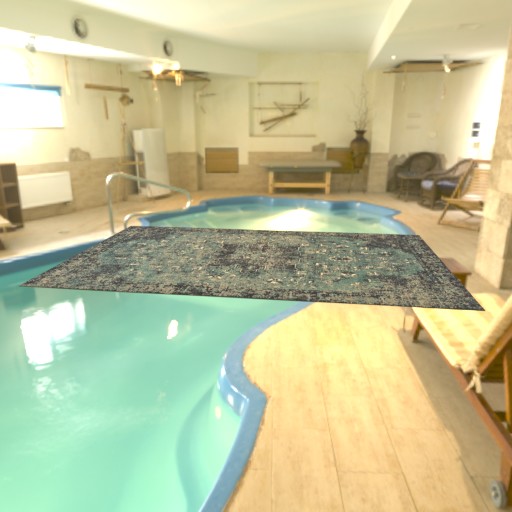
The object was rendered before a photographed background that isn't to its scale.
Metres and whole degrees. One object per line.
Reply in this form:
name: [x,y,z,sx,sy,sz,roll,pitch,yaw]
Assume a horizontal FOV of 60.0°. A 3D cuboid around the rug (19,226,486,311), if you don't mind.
rug: [0.000,0.000,3.011,2.440,0.007,1.525,2,17,8]
